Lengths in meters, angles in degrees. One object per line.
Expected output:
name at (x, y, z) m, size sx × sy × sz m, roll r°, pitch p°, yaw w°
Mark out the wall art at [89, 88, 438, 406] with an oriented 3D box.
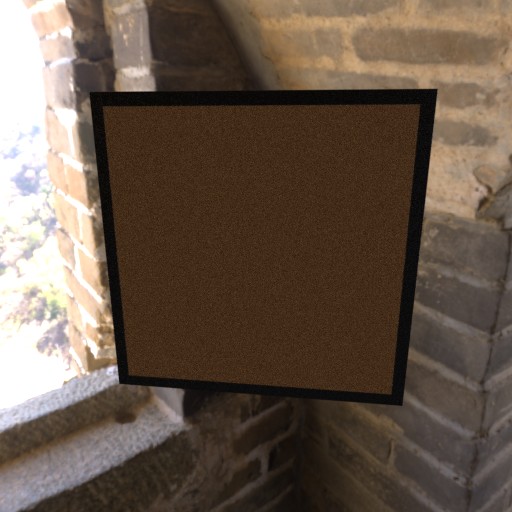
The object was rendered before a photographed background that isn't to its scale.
wall art at (0.000, 0.000, 1.094) m, size 0.765 × 0.765 × 0.038 m, roll 2°, pitch 17°, yaw 7°
